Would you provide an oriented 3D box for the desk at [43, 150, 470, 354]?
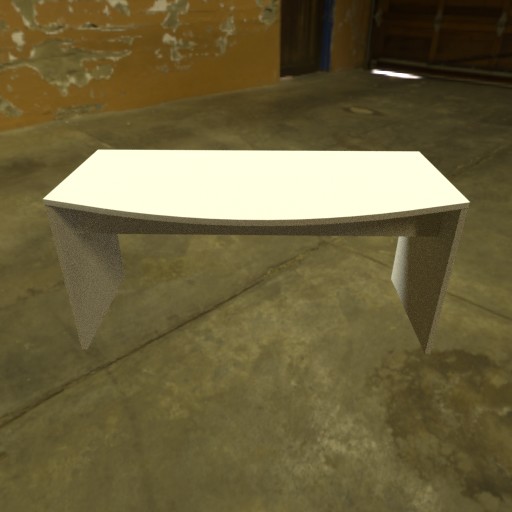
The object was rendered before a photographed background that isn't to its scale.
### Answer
[{"bbox_3d":[0.000,0.000,2.050,1.600,0.750,0.802,1,30,1],"label":"desk"}]
